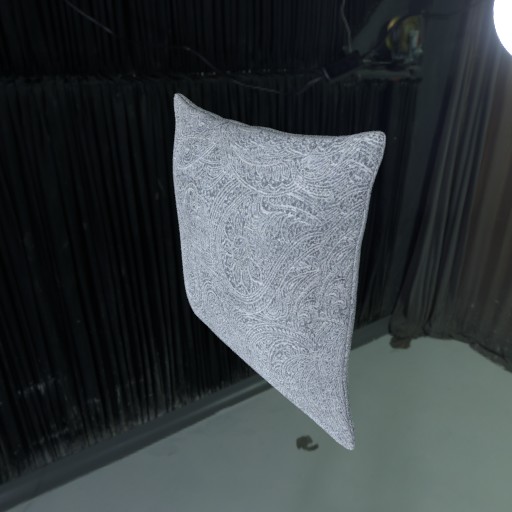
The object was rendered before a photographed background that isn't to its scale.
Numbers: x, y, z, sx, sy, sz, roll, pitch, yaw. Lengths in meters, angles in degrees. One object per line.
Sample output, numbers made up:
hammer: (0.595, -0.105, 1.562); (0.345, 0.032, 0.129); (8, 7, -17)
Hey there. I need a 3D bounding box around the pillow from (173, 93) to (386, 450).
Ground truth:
pillow: (0.000, 0.000, 0.795); (0.166, 0.510, 0.523); (-18, 31, -32)
